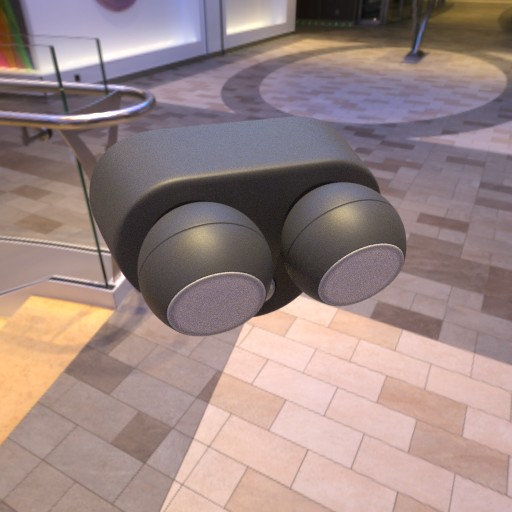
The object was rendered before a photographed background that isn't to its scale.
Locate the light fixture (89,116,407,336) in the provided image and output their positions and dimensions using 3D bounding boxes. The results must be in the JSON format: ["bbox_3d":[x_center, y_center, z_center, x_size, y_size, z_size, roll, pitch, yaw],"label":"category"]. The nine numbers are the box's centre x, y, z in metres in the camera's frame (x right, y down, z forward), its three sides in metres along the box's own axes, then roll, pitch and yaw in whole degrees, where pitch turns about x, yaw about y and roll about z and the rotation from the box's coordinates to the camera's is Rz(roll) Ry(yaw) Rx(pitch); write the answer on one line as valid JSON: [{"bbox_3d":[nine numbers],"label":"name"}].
[{"bbox_3d":[0.000,0.000,0.336,0.229,0.159,0.159,-10,35,-15],"label":"light fixture"}]
